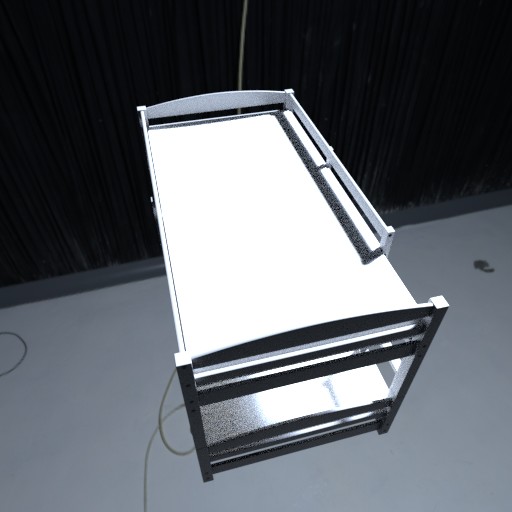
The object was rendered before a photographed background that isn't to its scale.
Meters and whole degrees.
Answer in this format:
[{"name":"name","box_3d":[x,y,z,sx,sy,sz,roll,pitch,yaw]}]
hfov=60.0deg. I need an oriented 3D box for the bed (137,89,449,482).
[{"name":"bed","box_3d":[0.000,0.000,2.728,1.105,1.206,2.013,-10,46,-10]}]
